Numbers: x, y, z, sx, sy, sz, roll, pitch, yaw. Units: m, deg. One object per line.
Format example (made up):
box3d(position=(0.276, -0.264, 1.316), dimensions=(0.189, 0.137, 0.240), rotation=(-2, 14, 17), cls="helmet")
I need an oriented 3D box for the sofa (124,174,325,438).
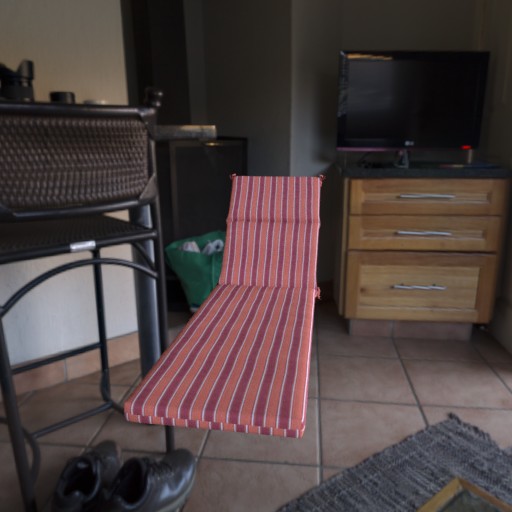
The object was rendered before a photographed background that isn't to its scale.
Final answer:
box3d(position=(0.000, 0.000, 1.955), dimensions=(0.582, 0.622, 1.663), rotation=(2, 14, 9), cls="sofa")
